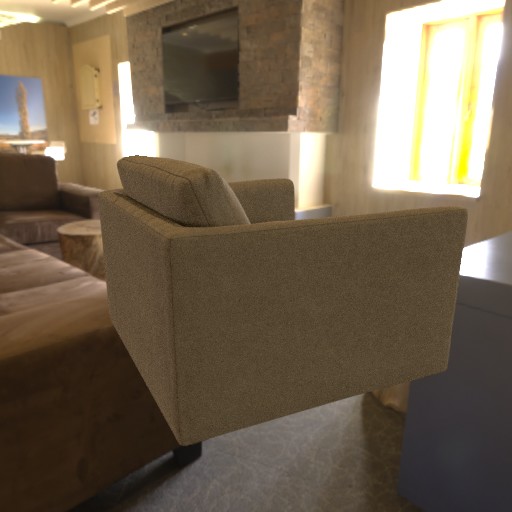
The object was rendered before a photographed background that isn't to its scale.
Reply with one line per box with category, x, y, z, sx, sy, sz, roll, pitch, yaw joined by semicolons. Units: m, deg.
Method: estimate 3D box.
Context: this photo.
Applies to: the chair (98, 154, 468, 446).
chair;0.000;0.000;1.858;1.091;0.845;1.190;-8;17;-27
